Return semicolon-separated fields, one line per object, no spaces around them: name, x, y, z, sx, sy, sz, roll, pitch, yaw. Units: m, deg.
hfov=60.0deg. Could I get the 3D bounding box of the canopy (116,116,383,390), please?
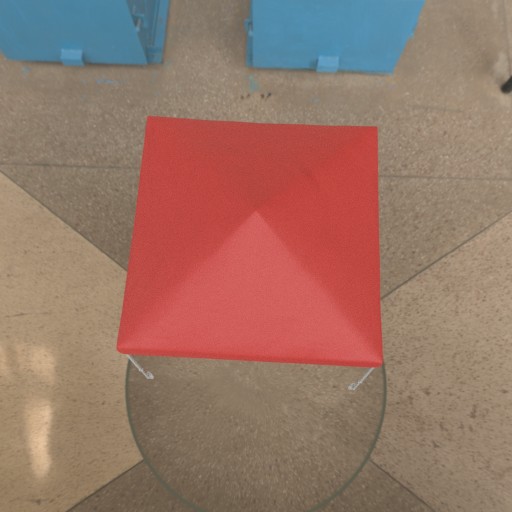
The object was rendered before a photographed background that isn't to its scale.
canopy;0.000;0.000;6.405;3.599;3.600;3.600;3;75;1
